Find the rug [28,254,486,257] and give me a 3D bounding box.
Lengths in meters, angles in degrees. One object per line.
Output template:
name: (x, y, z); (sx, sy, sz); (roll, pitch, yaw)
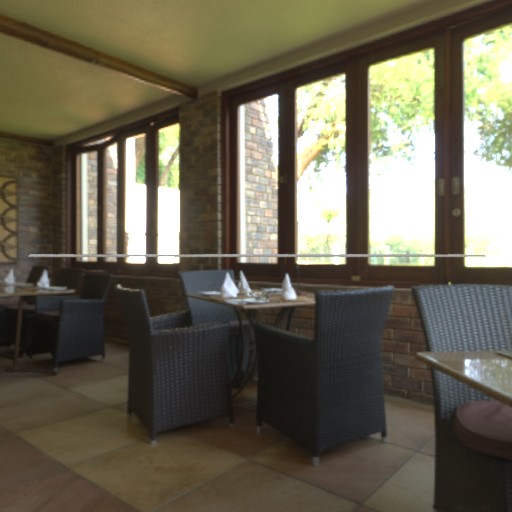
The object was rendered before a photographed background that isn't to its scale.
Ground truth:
rug: (0.000, 0.000, 2.944); (2.275, 0.014, 1.514); (0, 0, -1)
